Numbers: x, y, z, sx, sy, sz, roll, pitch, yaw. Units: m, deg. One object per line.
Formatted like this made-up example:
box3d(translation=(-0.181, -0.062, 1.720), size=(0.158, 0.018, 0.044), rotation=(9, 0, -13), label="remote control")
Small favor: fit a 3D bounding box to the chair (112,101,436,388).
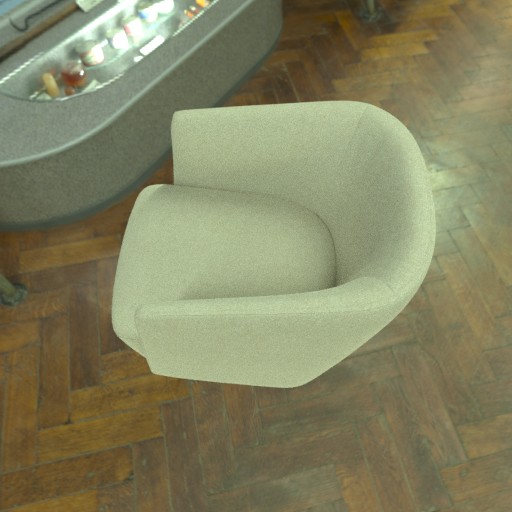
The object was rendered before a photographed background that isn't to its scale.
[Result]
box3d(translation=(0.000, 0.000, 1.608), size=(0.986, 0.861, 0.822), rotation=(2, 59, 1), label="chair")
